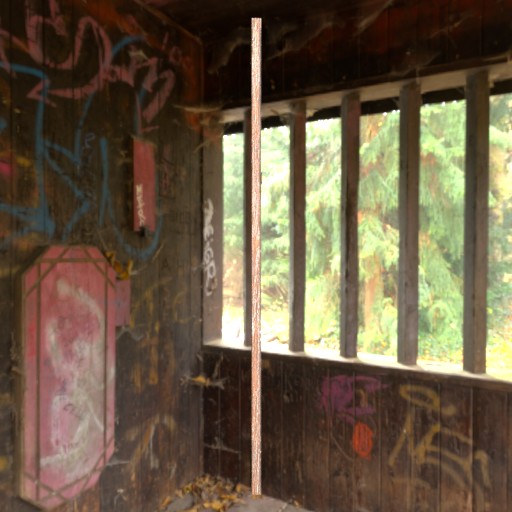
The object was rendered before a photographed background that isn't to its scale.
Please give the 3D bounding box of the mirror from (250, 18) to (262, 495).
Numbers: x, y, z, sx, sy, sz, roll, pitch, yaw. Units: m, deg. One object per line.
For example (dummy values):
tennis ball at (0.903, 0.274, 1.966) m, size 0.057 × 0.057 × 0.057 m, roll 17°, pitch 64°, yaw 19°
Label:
mirror at (0.000, 0.000, 1.277) m, size 0.025 × 0.996 × 0.705 m, roll 0°, pitch 1°, yaw 0°
